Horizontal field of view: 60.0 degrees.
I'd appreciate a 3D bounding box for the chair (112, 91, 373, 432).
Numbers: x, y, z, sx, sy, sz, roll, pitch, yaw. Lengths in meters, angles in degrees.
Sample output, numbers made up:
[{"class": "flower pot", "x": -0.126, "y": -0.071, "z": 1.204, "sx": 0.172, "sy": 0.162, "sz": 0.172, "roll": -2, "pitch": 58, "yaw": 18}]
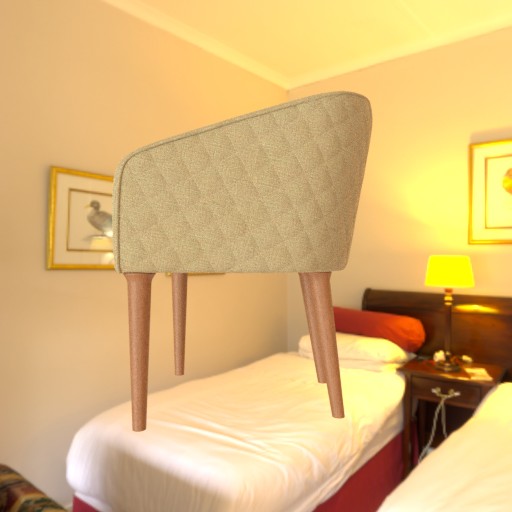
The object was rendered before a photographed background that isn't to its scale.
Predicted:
[{"class": "chair", "x": 0.000, "y": 0.000, "z": 1.221, "sx": 0.616, "sy": 0.775, "sz": 0.584, "roll": 0, "pitch": 0, "yaw": 1}]
